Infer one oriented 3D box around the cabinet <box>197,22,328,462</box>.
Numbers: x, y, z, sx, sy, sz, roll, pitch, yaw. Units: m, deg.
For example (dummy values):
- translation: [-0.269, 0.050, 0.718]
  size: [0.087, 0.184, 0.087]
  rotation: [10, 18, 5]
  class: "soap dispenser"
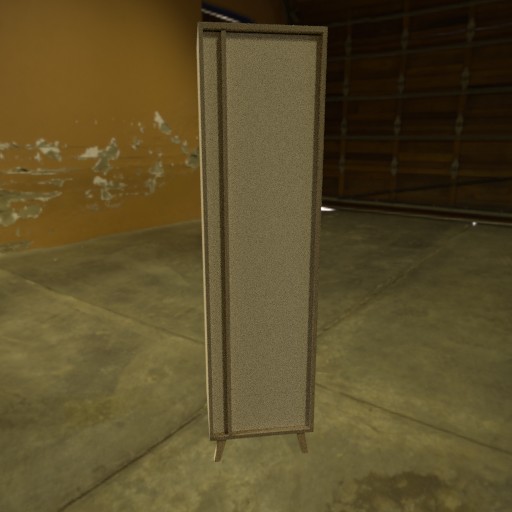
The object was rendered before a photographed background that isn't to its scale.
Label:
- translation: [0.000, 0.000, 2.170]
  size: [0.510, 1.960, 0.450]
  rotation: [-2, 14, -8]
  class: "cabinet"
